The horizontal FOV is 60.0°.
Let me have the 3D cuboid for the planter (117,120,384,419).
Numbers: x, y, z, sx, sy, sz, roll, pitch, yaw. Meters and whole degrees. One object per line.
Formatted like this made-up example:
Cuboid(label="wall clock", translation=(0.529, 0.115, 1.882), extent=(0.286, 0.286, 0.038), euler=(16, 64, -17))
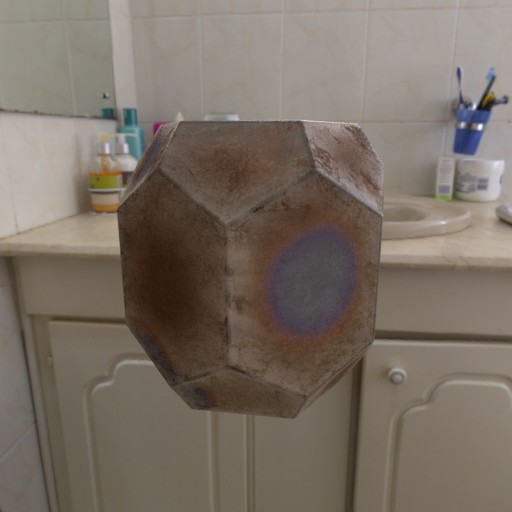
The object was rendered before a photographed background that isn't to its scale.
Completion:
Cuboid(label="planter", translation=(0.000, 0.000, 0.416), extent=(0.221, 0.238, 0.243), euler=(2, 15, 9))
